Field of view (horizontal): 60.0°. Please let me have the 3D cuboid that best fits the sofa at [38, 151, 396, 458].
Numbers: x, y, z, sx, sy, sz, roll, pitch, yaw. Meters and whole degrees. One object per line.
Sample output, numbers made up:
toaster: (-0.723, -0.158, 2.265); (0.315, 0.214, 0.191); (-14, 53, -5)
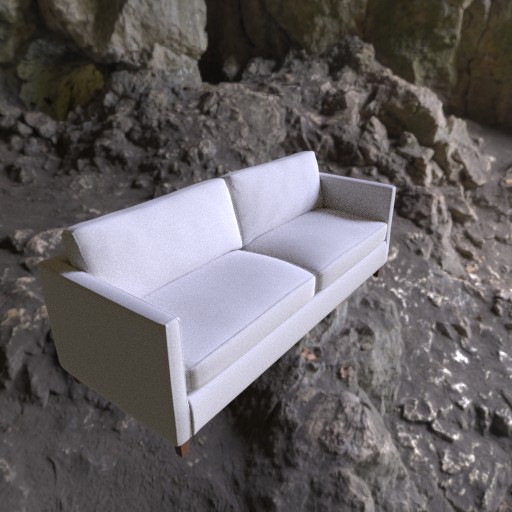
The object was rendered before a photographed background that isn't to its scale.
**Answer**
sofa: (0.000, 0.000, 2.859); (0.951, 0.962, 2.361); (18, 31, 33)
